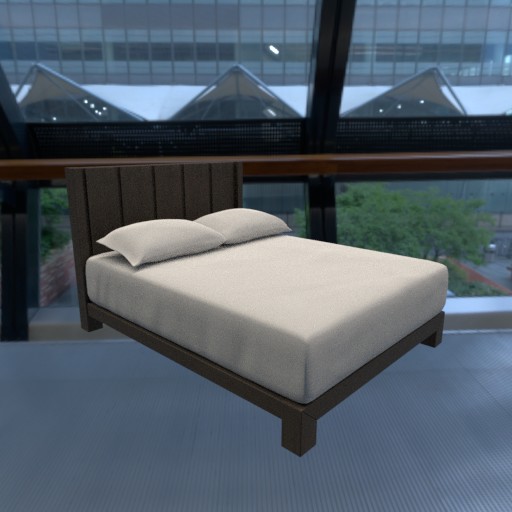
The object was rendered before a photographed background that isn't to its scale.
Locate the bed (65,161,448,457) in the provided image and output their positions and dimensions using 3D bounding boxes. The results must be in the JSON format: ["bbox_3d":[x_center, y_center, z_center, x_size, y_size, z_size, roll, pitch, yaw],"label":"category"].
[{"bbox_3d":[0.000,0.000,3.281,2.242,1.270,1.727,13,19,42],"label":"bed"}]
